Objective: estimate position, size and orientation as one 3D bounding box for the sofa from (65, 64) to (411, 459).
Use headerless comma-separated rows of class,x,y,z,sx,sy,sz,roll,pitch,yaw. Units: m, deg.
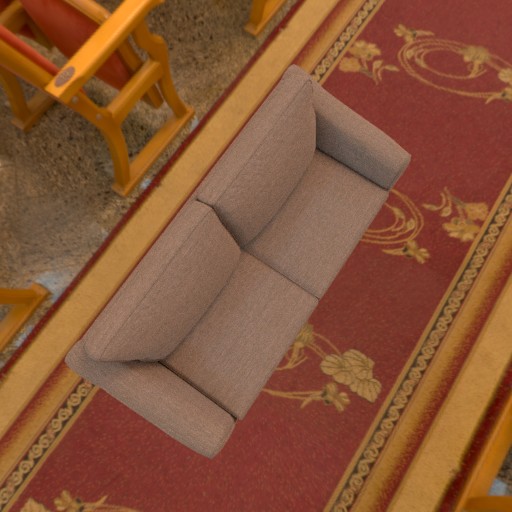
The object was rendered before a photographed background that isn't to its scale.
sofa,0.000,0.000,2.793,0.980,0.965,2.270,34,78,8
